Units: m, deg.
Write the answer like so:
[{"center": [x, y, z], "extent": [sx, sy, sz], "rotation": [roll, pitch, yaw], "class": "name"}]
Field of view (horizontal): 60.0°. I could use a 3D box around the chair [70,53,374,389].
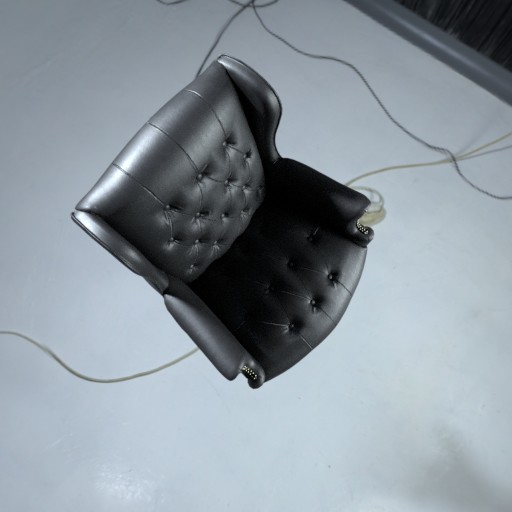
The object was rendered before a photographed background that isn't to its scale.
[{"center": [0.000, 0.000, 1.699], "extent": [0.822, 1.133, 0.831], "rotation": [38, 79, 9], "class": "chair"}]
